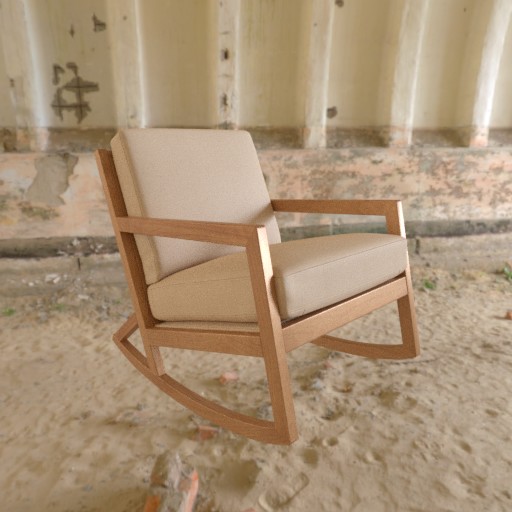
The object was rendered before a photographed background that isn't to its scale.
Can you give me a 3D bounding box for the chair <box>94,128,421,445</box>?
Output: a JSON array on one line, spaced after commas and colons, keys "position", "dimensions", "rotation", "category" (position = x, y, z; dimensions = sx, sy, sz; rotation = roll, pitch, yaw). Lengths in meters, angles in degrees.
[{"position": [0.000, 0.000, 1.416], "dimensions": [0.622, 0.790, 0.857], "rotation": [-14, 20, -42], "category": "chair"}]
